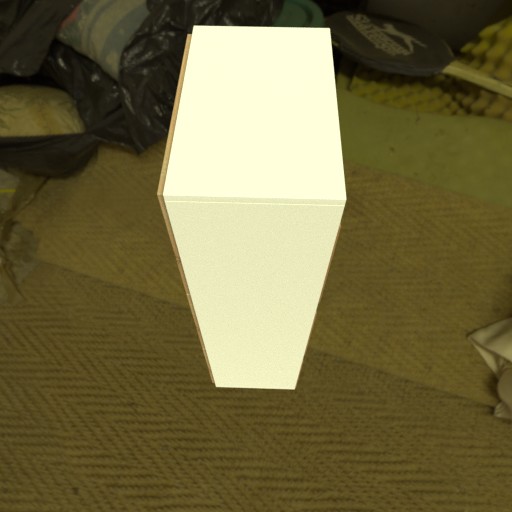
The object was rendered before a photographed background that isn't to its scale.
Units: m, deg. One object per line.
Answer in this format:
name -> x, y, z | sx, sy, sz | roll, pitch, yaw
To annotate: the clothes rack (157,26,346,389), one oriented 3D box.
clothes rack -> 0.000, 0.000, 1.388 | 0.331, 1.187, 0.500 | 2, 58, 1
